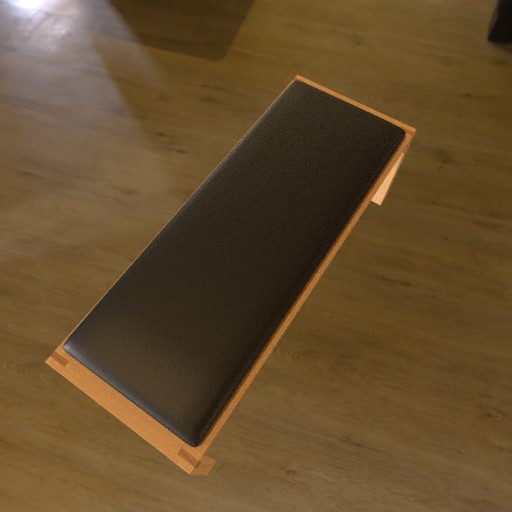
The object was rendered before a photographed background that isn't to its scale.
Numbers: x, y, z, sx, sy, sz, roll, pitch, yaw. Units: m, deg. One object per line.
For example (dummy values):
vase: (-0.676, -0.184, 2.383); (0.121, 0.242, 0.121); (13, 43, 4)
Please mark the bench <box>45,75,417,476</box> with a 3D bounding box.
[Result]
bench: (0.000, 0.000, 1.410); (0.450, 0.430, 1.202); (31, 67, 14)
